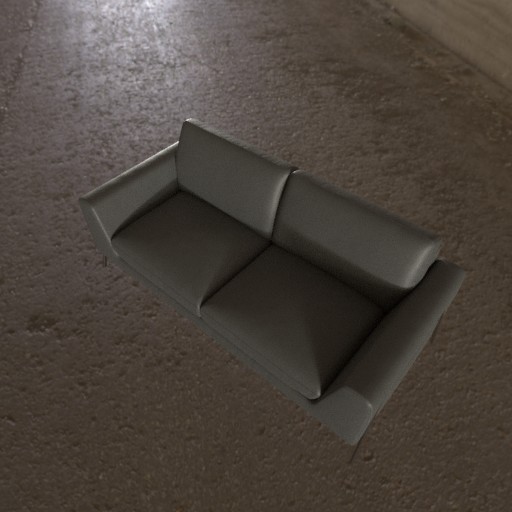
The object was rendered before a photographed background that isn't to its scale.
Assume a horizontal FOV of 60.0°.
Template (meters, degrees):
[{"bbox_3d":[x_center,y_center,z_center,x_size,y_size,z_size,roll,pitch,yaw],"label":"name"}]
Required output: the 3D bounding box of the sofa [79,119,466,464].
[{"bbox_3d":[0.000,0.000,2.553,2.017,0.875,0.953,32,54,26],"label":"sofa"}]
